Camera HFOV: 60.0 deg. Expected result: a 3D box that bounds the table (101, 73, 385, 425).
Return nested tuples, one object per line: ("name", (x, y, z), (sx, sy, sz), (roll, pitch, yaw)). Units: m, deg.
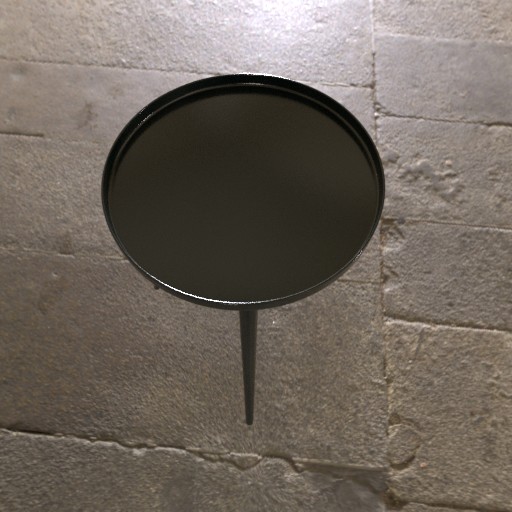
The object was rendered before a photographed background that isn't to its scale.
("table", (0.000, 0.000, 0.831), (0.415, 0.548, 0.403), (-36, 69, -17))
